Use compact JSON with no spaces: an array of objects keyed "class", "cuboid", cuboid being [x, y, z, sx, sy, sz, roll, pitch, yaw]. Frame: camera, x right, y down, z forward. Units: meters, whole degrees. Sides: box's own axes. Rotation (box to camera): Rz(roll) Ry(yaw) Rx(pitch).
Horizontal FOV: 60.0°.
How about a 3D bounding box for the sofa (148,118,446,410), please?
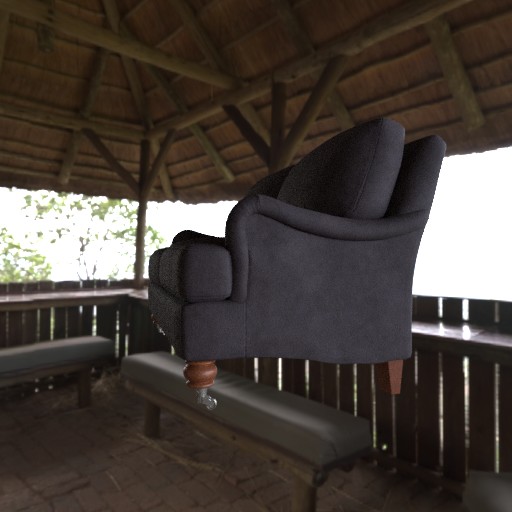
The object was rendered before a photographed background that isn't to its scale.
[{"class":"sofa","cuboid":[0.000,0.000,2.465,1.084,1.101,1.853,0,-1,-17]}]
